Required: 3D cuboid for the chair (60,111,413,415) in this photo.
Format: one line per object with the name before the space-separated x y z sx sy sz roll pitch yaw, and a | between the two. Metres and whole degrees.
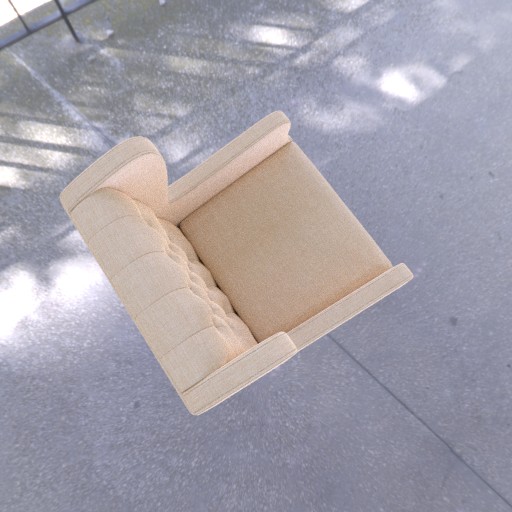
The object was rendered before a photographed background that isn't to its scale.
chair | 0.000 0.000 1.478 0.760 0.930 0.710 -34 78 -8
